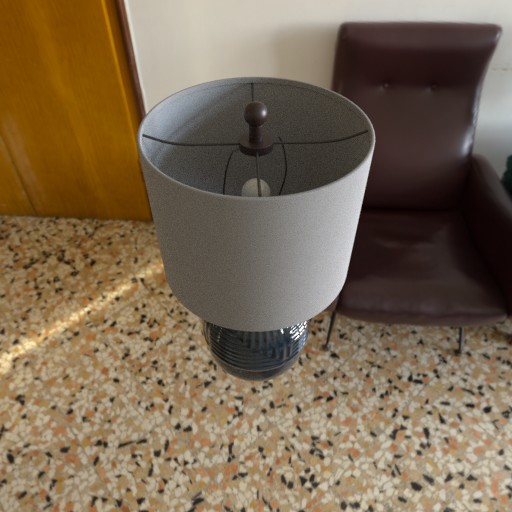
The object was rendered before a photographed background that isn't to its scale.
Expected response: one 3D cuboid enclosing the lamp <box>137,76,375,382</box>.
[{"bbox_3d":[0.000,0.000,0.777,0.318,0.567,0.318,0,45,0],"label":"lamp"}]
